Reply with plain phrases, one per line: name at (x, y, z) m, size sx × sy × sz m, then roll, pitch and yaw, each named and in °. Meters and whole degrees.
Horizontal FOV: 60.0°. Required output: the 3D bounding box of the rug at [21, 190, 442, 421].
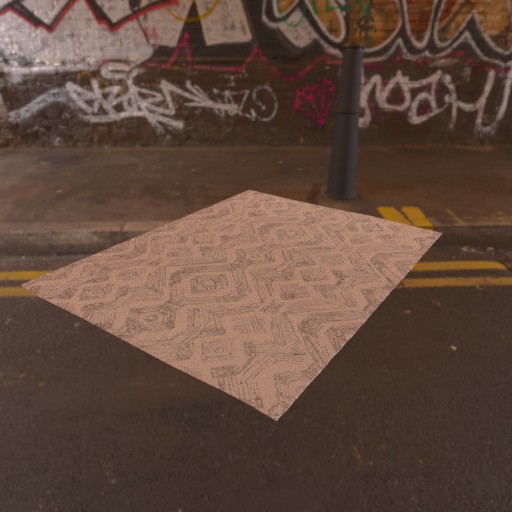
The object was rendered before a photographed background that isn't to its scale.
rug at (0.000, 0.000, 3.993) m, size 2.430 × 0.030 × 3.054 m, roll 18°, pitch 31°, yaw 32°
